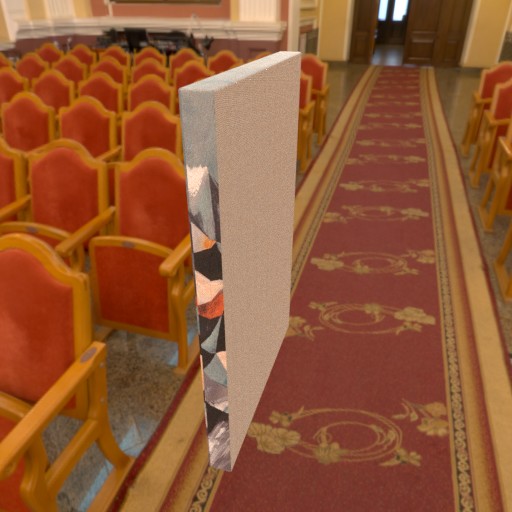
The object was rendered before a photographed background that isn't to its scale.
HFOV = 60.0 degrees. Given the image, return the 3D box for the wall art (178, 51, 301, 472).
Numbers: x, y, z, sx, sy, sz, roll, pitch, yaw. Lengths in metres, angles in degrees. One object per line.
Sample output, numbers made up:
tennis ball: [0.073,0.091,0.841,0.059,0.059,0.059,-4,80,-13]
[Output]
wall art: [0.000,0.000,1.144,0.061,0.911,0.609,9,31,15]
